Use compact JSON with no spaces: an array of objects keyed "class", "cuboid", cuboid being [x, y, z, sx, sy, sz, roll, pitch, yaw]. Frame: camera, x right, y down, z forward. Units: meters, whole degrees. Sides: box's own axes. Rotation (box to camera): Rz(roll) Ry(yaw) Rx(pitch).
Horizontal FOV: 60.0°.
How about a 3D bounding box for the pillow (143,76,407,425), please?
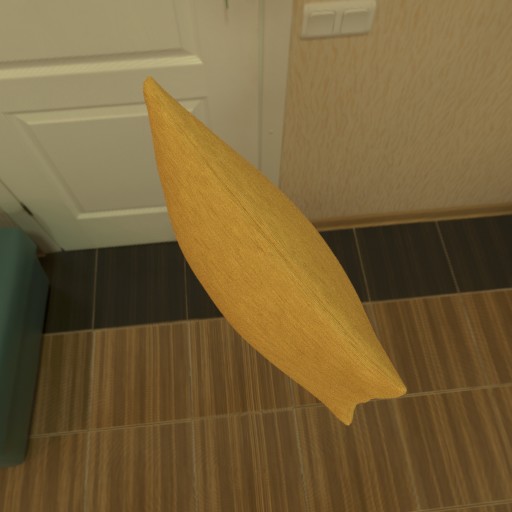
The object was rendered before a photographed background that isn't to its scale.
[{"class":"pillow","cuboid":[0.000,0.000,0.785,0.210,0.354,0.634,-32,68,-15]}]
